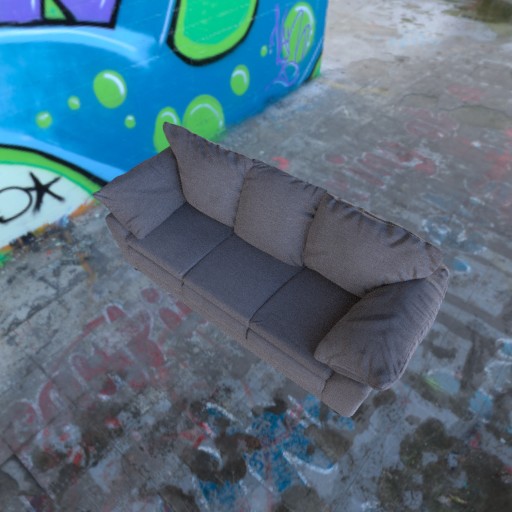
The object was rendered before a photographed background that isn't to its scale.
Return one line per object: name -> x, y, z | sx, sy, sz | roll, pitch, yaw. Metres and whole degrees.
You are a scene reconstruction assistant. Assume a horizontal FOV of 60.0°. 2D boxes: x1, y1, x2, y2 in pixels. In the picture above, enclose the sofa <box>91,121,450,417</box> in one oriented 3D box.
sofa -> 0.000, 0.000, 3.032 | 2.390, 1.043, 0.927 | 30, 53, 26
